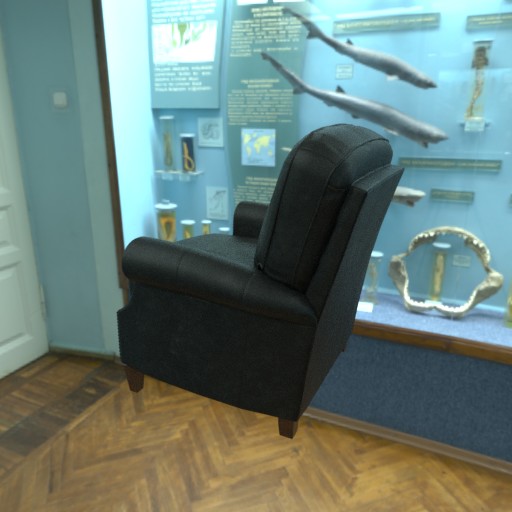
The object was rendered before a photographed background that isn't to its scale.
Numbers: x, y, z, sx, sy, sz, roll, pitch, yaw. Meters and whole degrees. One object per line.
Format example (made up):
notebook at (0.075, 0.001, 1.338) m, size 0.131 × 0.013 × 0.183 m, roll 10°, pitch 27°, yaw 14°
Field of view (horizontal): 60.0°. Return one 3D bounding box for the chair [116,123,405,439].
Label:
chair at (0.000, 0.000, 1.772) m, size 0.986 × 1.018 × 0.936 m, roll 8°, pitch 19°, yaw 25°
